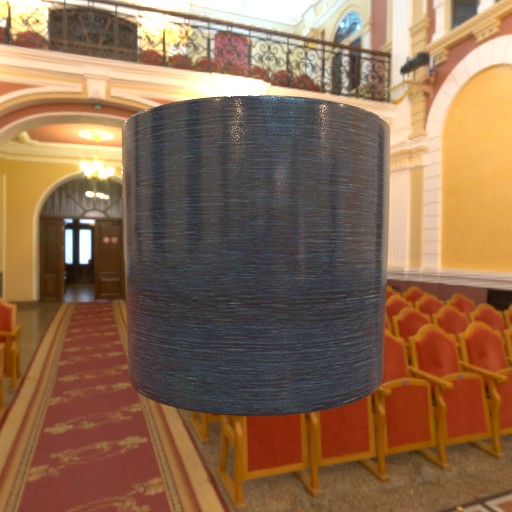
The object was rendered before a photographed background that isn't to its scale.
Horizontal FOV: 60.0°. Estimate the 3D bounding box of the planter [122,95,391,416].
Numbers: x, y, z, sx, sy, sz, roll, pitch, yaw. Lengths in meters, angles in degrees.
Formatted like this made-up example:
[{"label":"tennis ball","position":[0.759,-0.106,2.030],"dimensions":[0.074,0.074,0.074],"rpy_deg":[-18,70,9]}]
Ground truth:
[{"label":"planter","position":[0.000,0.000,0.383],"dimensions":[0.221,0.201,0.221],"rpy_deg":[0,1,0]}]
